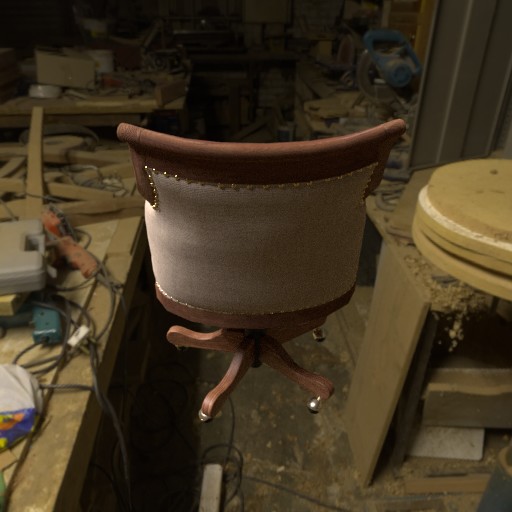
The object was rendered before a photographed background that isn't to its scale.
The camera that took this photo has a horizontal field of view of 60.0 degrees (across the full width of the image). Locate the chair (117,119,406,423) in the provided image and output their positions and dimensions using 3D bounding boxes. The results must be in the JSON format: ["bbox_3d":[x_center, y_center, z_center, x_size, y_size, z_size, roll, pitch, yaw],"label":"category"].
[{"bbox_3d":[0.000,0.000,1.404,0.656,0.965,0.689,-2,31,-3],"label":"chair"}]
